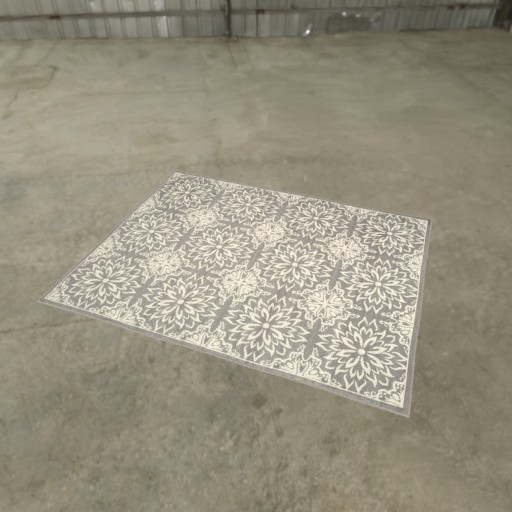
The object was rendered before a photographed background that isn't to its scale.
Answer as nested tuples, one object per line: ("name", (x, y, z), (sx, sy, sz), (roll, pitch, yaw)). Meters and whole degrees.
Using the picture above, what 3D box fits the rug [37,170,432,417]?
("rug", (0.000, 0.000, 4.099), (2.980, 0.012, 2.363), (13, 41, 16))
